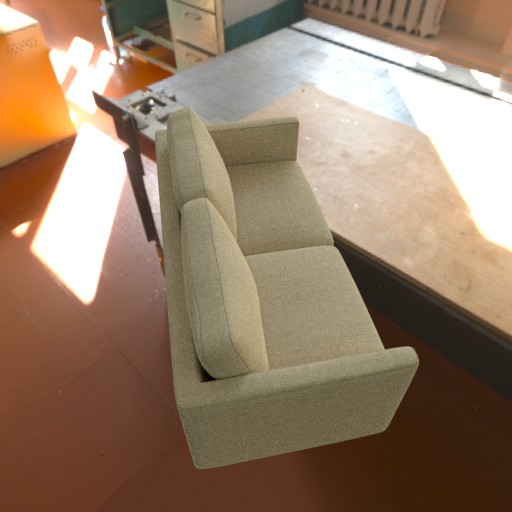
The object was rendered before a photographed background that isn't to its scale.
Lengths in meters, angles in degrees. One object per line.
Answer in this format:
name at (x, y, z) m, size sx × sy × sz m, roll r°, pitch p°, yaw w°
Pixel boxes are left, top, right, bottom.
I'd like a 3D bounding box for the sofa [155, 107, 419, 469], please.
sofa at (0.000, 0.000, 2.418) m, size 0.950 × 0.963 × 1.884 m, roll -8°, pitch 47°, yaw -8°
